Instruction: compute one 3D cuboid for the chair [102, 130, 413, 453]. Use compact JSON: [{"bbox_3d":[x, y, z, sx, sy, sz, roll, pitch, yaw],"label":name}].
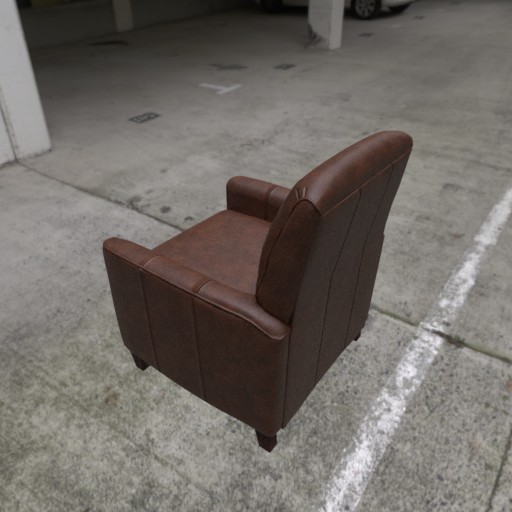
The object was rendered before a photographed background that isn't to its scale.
[{"bbox_3d":[0.000,0.000,1.702,0.850,1.010,0.839,21,38,30],"label":"chair"}]
